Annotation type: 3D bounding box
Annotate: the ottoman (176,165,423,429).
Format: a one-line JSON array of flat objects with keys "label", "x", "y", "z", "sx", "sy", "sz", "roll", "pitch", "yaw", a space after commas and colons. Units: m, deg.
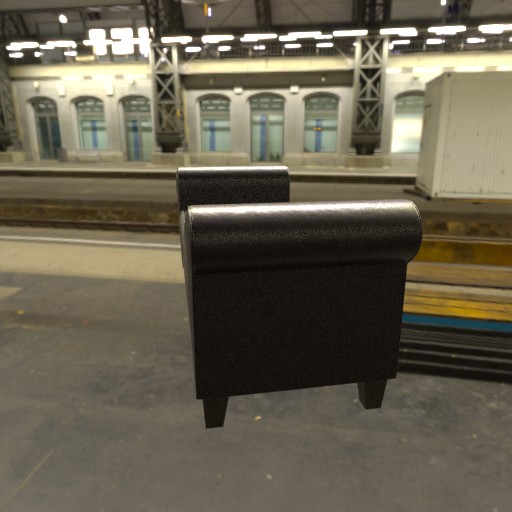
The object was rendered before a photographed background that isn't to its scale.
[{"label": "ottoman", "x": 0.000, "y": 0.000, "z": 1.568, "sx": 0.521, "sy": 0.547, "sz": 1.256, "roll": -3, "pitch": 16, "yaw": -10}]
